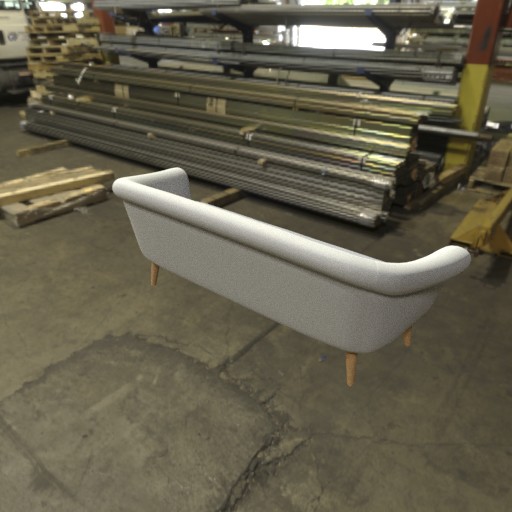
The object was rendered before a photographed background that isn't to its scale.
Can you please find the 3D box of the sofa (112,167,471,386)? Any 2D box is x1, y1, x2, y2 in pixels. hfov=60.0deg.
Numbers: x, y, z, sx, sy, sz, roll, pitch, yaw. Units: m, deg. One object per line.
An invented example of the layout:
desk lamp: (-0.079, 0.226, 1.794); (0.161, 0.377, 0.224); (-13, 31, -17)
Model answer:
sofa: (0.000, 0.000, 2.635); (2.160, 0.795, 0.827); (21, 36, 32)
